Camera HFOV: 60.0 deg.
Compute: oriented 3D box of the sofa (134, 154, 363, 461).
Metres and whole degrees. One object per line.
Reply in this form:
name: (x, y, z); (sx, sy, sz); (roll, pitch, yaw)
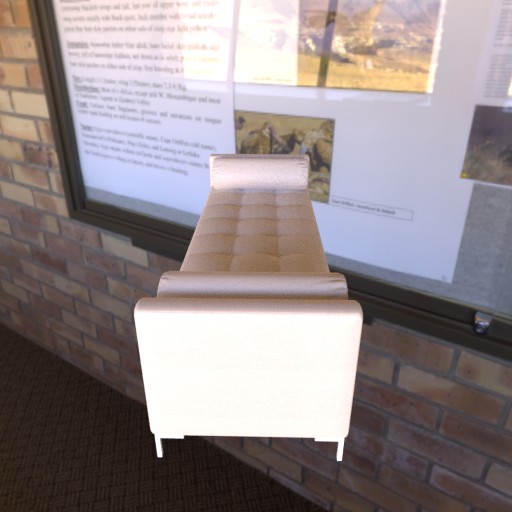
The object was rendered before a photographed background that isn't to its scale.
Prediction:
sofa: (0.000, 0.000, 2.314); (0.686, 0.635, 1.981); (1, 26, 1)
